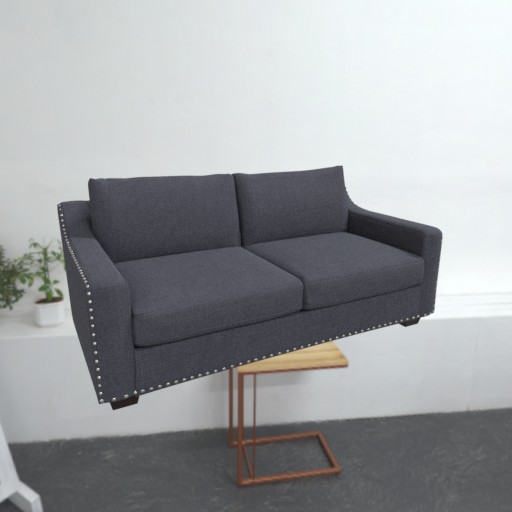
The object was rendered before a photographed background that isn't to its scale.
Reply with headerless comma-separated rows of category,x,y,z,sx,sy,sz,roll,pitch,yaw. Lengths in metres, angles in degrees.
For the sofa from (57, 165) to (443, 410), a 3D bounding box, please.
sofa,0.000,0.000,3.317,2.550,1.196,1.336,-9,19,-27
